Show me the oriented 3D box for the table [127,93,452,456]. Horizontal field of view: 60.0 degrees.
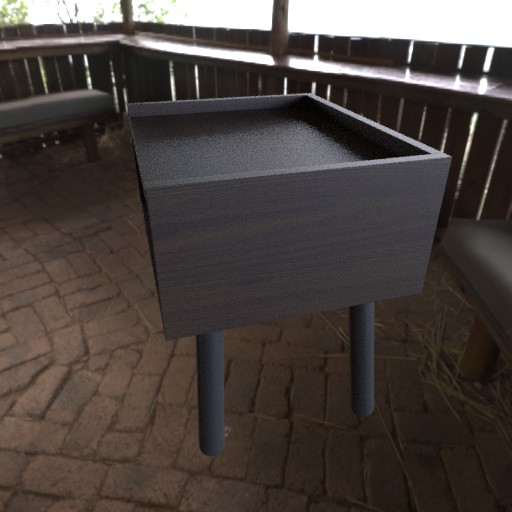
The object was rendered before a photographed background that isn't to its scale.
[{"bbox_3d":[0.000,0.000,0.804,0.370,0.470,0.450,-8,31,-14],"label":"table"}]
